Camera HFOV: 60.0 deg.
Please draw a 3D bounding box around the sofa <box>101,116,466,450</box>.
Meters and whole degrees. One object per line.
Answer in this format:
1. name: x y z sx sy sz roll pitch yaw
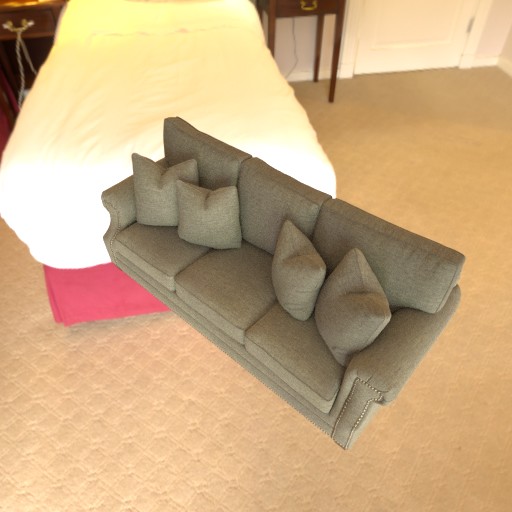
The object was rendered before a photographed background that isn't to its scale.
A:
1. sofa: 0.000 0.000 2.824 2.312 0.975 0.965 32 53 28
